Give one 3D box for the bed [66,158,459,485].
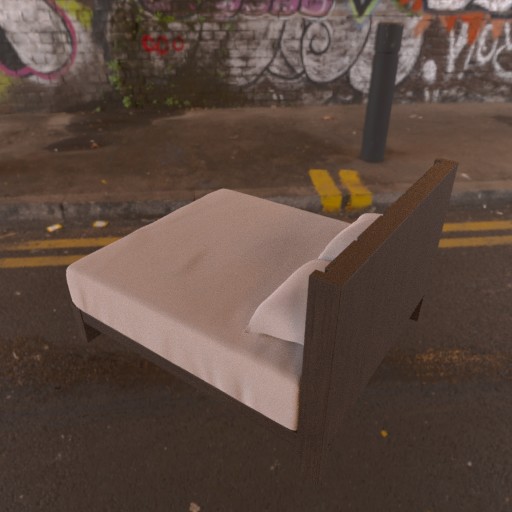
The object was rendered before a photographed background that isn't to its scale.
[{"bbox_3d":[0.000,0.000,3.077,1.992,1.261,1.735,20,36,30],"label":"bed"}]
